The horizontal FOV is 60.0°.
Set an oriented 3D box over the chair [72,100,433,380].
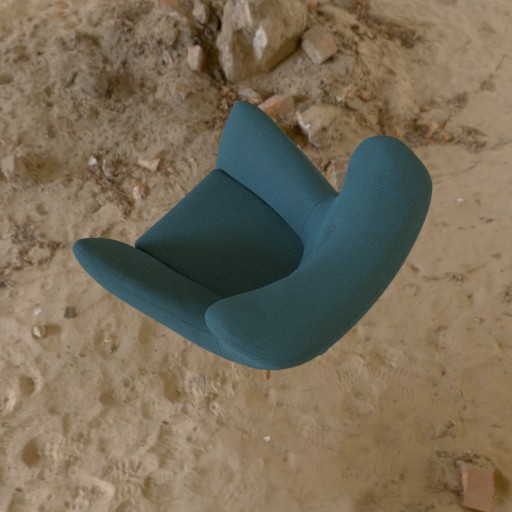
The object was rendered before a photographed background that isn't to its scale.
[{"bbox_3d":[0.000,0.000,1.605,0.889,0.889,0.890,36,68,17],"label":"chair"}]
